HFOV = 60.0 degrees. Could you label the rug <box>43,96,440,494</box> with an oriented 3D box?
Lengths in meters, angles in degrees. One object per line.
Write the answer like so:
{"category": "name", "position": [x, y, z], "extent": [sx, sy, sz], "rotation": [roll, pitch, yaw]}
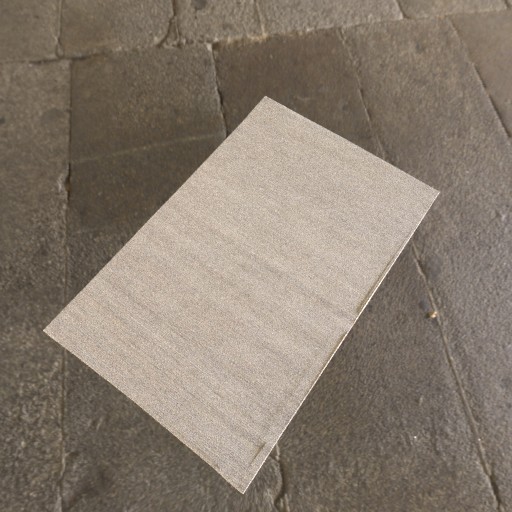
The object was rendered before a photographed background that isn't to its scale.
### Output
{"category": "rug", "position": [0.000, 0.000, 2.263], "extent": [1.179, 0.022, 1.820], "rotation": [34, 70, 14]}
